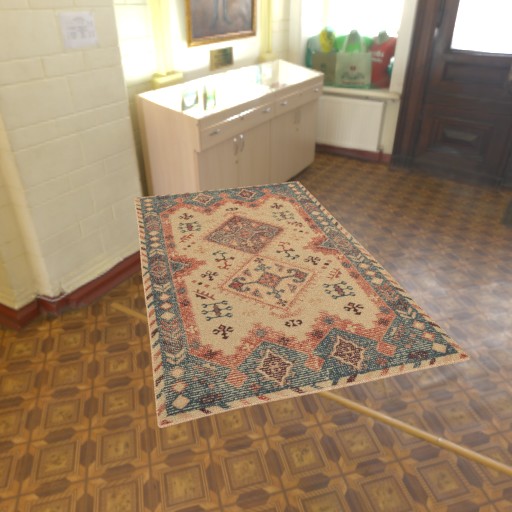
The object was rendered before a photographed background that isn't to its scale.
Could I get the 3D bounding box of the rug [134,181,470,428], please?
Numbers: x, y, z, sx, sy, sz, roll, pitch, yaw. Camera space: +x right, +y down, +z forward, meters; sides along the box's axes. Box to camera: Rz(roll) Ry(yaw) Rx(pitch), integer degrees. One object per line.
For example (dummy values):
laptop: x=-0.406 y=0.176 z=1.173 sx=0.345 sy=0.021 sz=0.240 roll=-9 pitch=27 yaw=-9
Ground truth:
rug: x=0.000 y=0.000 z=3.021 sx=1.521 sy=0.023 sz=2.464 roll=-8 pitch=32 yaw=-13
